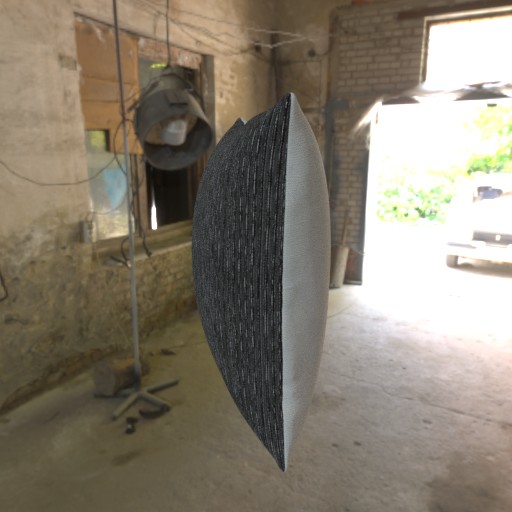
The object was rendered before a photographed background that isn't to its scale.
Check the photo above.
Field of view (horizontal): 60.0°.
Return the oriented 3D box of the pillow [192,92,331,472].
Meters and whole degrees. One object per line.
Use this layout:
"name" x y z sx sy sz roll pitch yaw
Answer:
"pillow" 0.000 0.000 0.686 0.196 0.434 0.433 -2 14 -9
